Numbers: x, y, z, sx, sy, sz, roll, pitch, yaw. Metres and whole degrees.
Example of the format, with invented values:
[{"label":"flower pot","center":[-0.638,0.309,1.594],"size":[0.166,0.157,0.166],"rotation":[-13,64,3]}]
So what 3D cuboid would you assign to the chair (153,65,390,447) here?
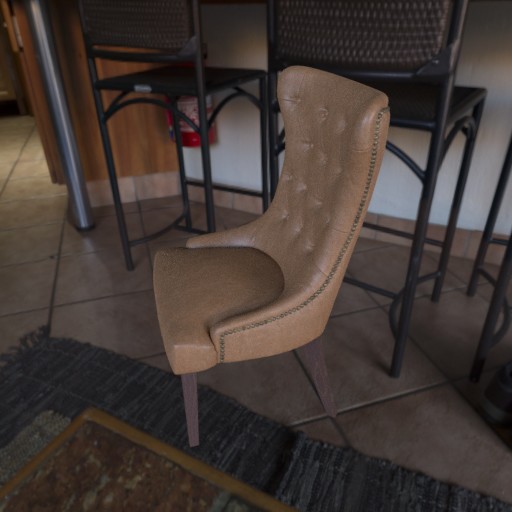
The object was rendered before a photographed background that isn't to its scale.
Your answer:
[{"label":"chair","center":[0.000,0.000,1.441],"size":[0.669,1.065,0.611],"rotation":[-8,32,-13]}]
